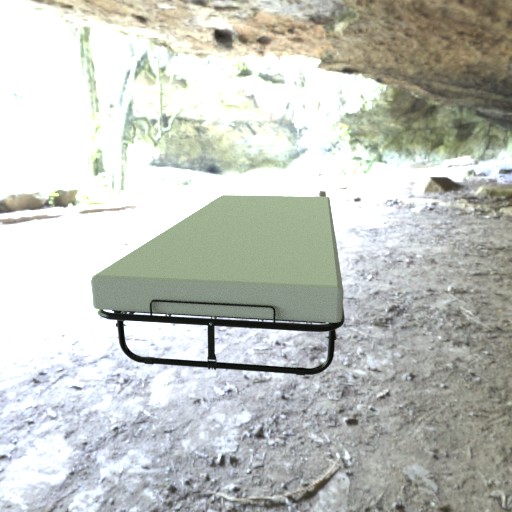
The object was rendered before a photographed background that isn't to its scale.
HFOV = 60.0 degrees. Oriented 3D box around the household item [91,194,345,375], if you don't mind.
[{"bbox_3d":[0.000,0.000,2.201,0.787,0.356,1.905,2,16,8],"label":"household item"}]
